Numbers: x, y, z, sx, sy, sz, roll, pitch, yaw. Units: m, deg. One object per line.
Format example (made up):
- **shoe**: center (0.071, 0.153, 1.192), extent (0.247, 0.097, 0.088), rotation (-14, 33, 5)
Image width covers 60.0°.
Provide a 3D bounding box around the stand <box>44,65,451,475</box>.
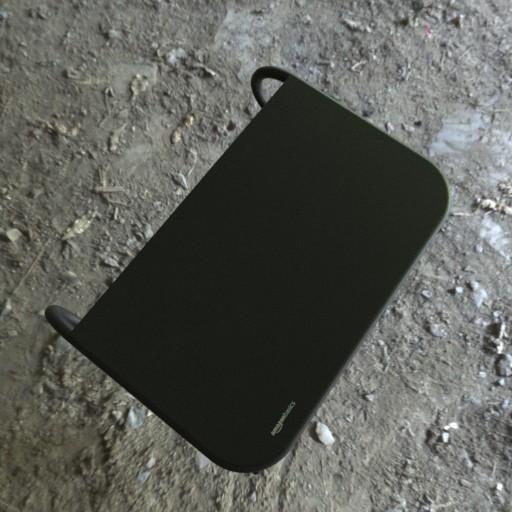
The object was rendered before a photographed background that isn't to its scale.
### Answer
- **stand**: center (0.000, 0.000, 0.490), extent (0.280, 0.108, 0.370), rotation (36, 78, 9)
